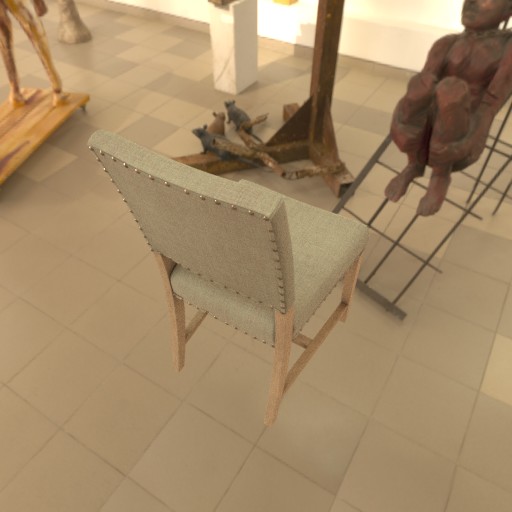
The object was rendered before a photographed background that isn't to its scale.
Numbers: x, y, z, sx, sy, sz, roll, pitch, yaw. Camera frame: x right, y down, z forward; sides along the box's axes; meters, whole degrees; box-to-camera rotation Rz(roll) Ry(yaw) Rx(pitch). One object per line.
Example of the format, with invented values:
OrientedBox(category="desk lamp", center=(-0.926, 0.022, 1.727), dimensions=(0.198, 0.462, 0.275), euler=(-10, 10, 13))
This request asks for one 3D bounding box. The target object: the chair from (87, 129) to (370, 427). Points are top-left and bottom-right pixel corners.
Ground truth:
OrientedBox(category="chair", center=(0.000, 0.000, 1.334), dimensions=(0.508, 0.986, 0.622), euler=(24, 51, 21))
